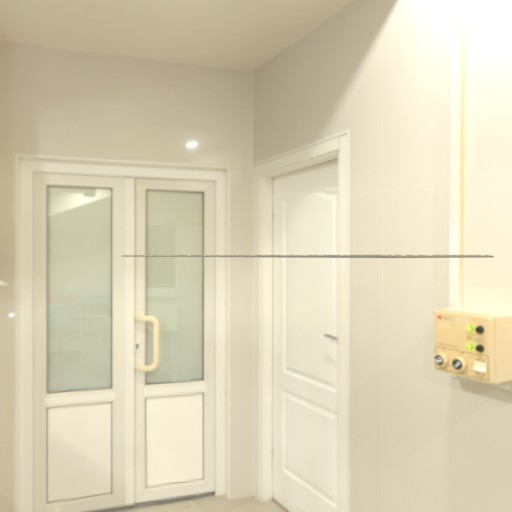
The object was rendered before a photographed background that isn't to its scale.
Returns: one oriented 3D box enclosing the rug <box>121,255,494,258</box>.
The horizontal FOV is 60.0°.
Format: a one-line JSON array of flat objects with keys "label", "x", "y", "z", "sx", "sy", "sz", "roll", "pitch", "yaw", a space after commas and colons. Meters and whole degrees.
[{"label": "rug", "x": 0.000, "y": 0.000, "z": 2.399, "sx": 0.662, "sy": 0.011, "sz": 2.196, "roll": 0, "pitch": 0, "yaw": -38}]
